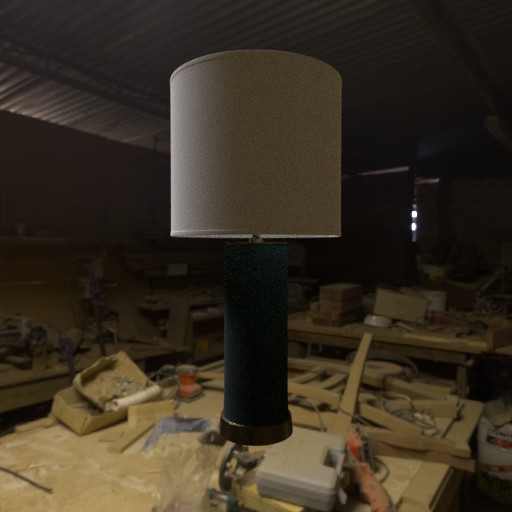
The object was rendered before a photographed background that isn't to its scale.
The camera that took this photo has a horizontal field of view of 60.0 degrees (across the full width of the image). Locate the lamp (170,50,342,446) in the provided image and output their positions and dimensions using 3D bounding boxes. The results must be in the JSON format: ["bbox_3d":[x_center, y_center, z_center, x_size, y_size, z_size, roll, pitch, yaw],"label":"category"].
[{"bbox_3d":[0.000,0.000,0.797,0.301,0.630,0.301,1,2,36],"label":"lamp"}]
